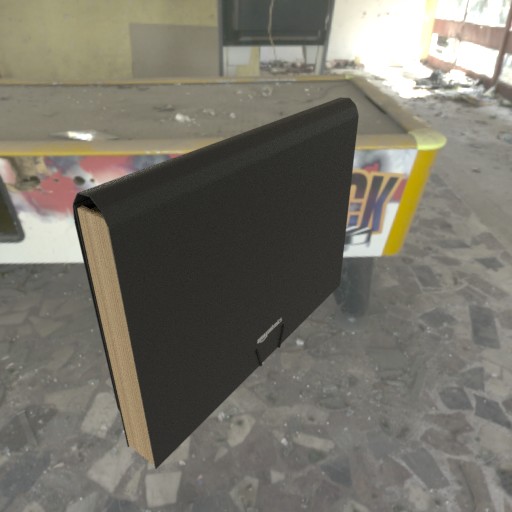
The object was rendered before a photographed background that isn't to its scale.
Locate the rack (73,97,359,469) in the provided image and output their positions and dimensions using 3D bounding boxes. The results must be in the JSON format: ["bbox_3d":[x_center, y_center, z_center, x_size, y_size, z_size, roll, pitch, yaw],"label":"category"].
[{"bbox_3d":[0.000,0.000,0.428,0.041,0.241,0.330,21,37,30],"label":"rack"}]
